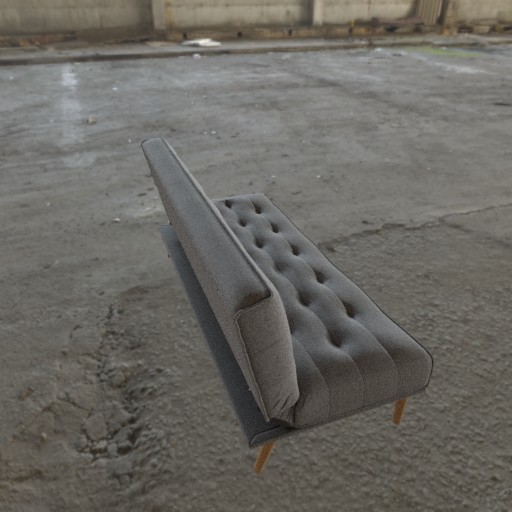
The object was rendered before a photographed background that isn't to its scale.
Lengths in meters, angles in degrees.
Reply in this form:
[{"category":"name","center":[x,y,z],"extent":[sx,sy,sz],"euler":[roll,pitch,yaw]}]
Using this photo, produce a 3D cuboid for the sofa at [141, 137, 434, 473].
[{"category":"sofa","center":[0.000,0.000,2.266],"extent":[0.810,0.830,1.820],"euler":[-11,32,-18]}]
